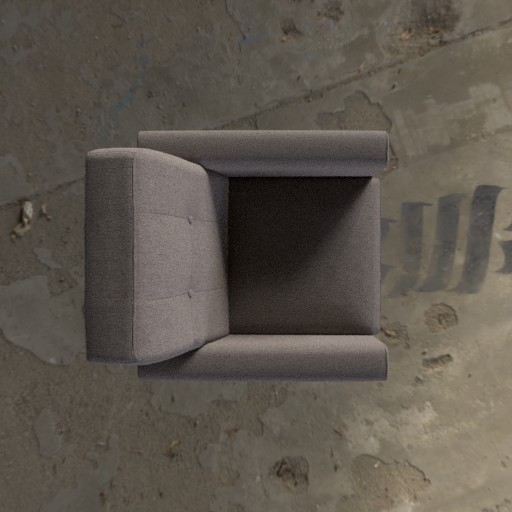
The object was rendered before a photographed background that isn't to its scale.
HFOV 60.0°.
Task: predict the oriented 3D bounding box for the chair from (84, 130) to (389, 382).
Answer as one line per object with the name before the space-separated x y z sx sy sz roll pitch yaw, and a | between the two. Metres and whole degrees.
chair | 0.000 0.000 1.564 0.907 0.839 0.831 0 90 1
